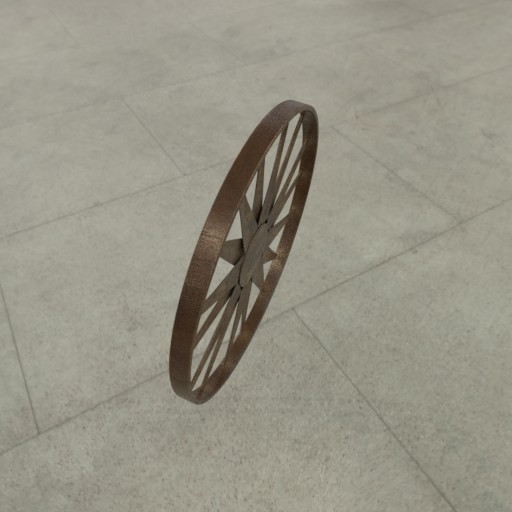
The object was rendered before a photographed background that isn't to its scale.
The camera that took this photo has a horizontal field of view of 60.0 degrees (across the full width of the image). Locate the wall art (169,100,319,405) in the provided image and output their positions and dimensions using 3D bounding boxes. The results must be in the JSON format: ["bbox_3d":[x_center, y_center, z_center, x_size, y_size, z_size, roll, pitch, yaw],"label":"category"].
[{"bbox_3d":[0.000,0.000,0.857,0.084,0.583,0.582,18,49,16],"label":"wall art"}]
